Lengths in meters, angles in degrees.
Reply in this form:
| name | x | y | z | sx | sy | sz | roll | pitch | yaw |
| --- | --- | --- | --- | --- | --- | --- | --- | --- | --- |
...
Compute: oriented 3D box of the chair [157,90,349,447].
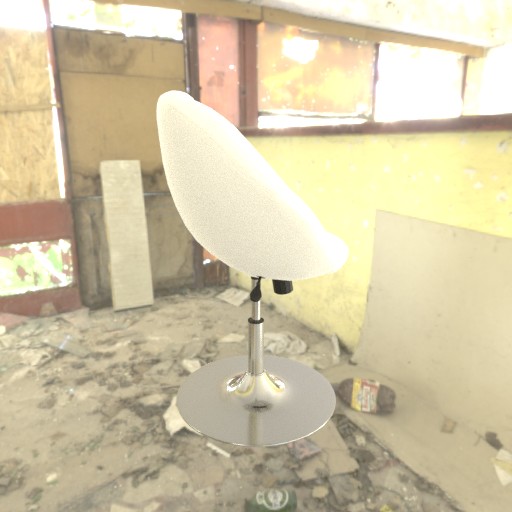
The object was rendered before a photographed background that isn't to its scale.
| name | x | y | z | sx | sy | sz | roll | pitch | yaw |
| --- | --- | --- | --- | --- | --- | --- | --- | --- | --- |
| chair | 0.000 | 0.000 | 1.817 | 0.736 | 1.261 | 0.940 | -3 | 15 | -11 |
